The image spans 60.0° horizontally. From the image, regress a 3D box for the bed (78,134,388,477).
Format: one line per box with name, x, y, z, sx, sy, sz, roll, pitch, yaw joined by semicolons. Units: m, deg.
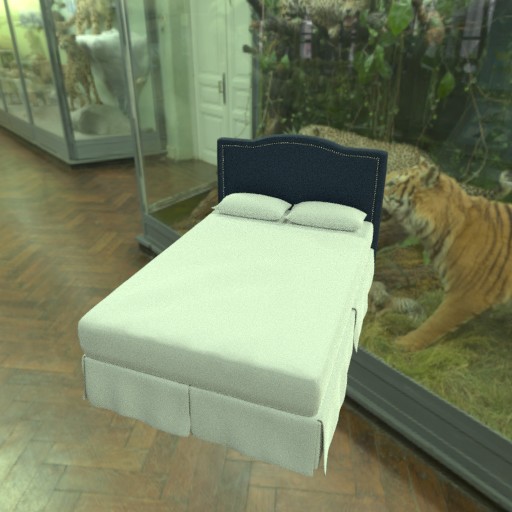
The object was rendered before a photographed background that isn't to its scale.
bed;0.000;0.000;3.527;1.741;1.441;2.507;9;28;18
